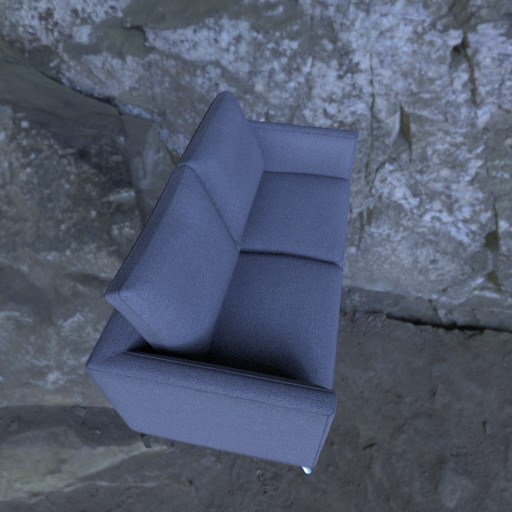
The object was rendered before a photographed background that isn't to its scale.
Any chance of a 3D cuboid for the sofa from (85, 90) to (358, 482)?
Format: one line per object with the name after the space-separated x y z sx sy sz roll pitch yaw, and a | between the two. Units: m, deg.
0.000 0.000 2.032 0.803 0.924 1.594 8 47 8 | sofa
